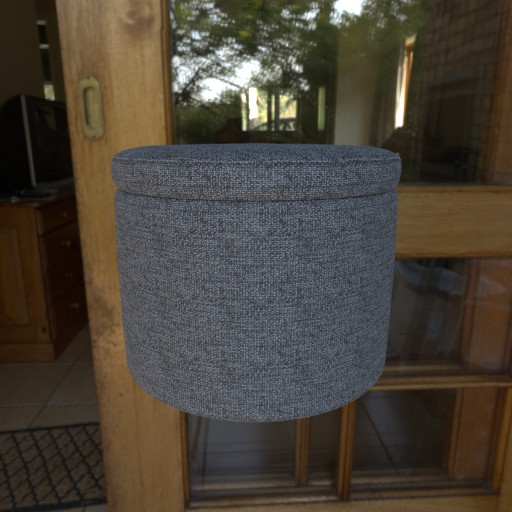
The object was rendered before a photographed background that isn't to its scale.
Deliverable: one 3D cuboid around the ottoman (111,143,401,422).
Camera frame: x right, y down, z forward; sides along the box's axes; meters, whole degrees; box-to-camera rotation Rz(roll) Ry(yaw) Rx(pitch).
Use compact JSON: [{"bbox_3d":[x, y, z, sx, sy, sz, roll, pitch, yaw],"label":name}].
[{"bbox_3d":[0.000,0.000,0.872,0.520,0.430,0.520,0,15,0],"label":"ottoman"}]
